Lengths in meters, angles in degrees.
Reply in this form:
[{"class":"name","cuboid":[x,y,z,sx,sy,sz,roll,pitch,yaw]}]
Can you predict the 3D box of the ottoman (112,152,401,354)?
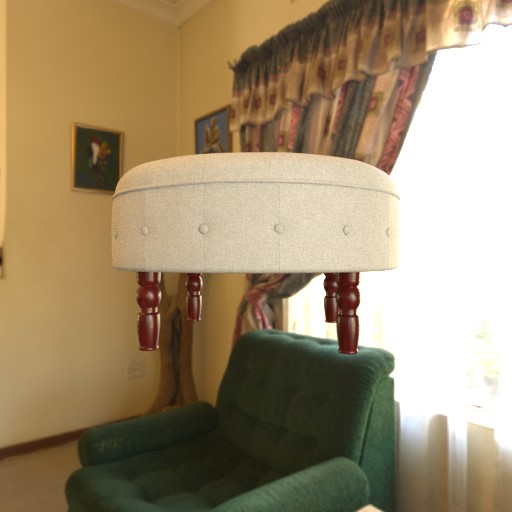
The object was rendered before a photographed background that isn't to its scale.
[{"class":"ottoman","cuboid":[0.000,0.000,1.370,0.849,0.478,0.849,0,0,0]}]
